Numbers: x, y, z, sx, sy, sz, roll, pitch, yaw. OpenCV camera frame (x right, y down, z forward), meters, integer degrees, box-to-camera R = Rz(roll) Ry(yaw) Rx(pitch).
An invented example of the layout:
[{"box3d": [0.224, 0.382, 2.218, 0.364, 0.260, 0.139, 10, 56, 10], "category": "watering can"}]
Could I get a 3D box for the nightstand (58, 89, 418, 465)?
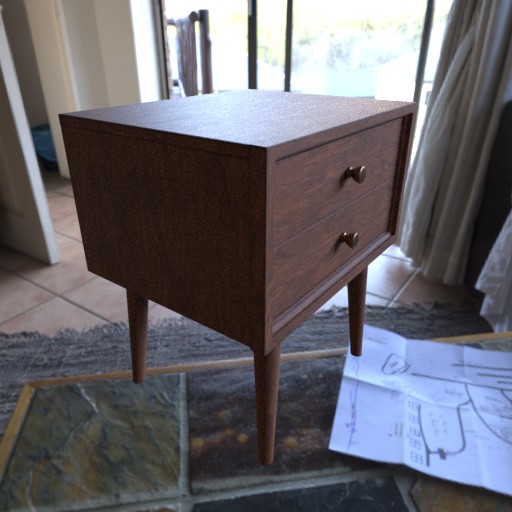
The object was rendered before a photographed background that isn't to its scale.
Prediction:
[{"box3d": [0.000, 0.000, 0.947, 0.445, 0.607, 0.521, 18, 31, 33], "category": "nightstand"}]
